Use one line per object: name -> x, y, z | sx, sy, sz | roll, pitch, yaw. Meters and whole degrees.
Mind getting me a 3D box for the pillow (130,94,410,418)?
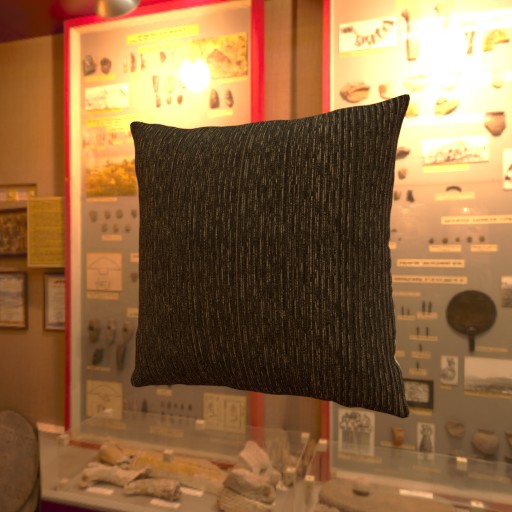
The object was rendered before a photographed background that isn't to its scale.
pillow -> 0.000, 0.000, 0.656 | 0.433, 0.434, 0.196 | 0, 1, 18
